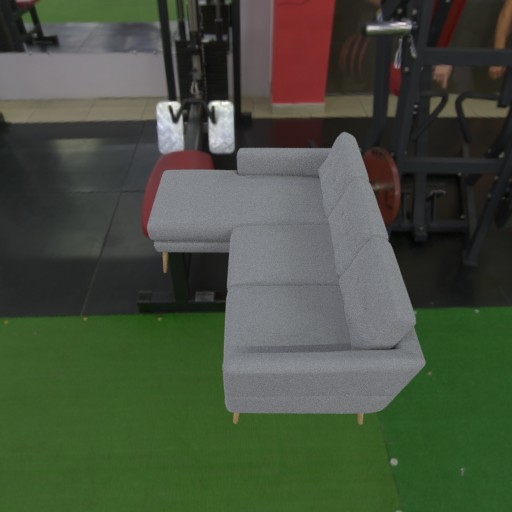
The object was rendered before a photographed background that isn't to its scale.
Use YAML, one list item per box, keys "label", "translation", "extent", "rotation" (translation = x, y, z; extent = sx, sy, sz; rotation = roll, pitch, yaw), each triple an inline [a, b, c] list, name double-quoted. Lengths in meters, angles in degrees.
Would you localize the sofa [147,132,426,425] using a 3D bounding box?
- label: "sofa"
  translation: [0.000, 0.000, 2.851]
  extent: [1.530, 0.860, 2.040]
  rotation: [0, 42, 0]
